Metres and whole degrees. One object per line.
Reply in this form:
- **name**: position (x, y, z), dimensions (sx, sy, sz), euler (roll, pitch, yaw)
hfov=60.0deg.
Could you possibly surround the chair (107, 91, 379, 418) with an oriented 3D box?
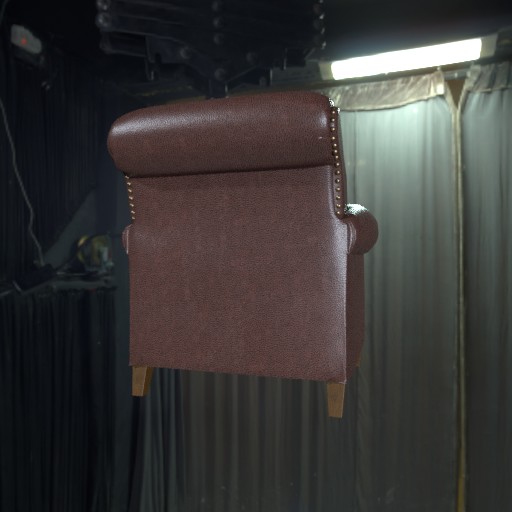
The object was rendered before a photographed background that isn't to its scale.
- **chair**: position (0.000, 0.000, 1.631), dimensions (0.854, 0.927, 0.890), euler (0, 0, 17)
